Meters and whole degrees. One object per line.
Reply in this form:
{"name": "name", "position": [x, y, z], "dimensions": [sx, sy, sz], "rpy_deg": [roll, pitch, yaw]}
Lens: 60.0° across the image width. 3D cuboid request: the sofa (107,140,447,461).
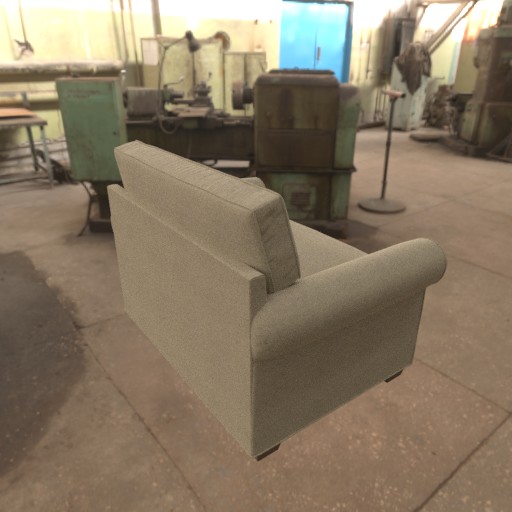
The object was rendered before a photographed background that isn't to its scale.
{"name": "sofa", "position": [0.000, 0.000, 2.102], "dimensions": [0.936, 0.991, 1.405], "rpy_deg": [-17, 30, -32]}
